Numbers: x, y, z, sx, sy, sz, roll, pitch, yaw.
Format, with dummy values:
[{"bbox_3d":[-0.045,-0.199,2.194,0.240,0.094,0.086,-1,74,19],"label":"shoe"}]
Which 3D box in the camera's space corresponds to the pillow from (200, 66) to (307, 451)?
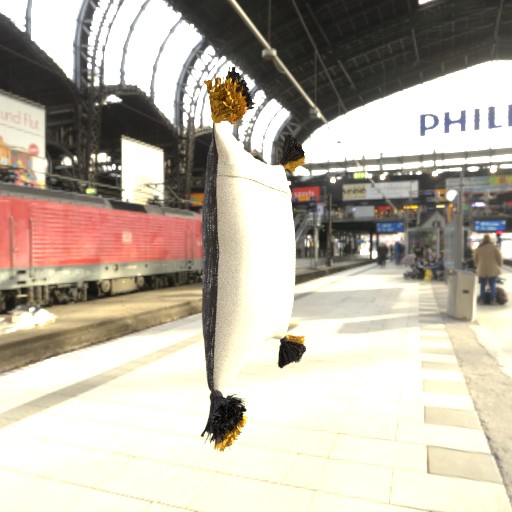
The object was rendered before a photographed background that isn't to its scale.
[{"bbox_3d":[0.000,0.000,0.989,0.139,0.659,0.654,0,1,18],"label":"pillow"}]
